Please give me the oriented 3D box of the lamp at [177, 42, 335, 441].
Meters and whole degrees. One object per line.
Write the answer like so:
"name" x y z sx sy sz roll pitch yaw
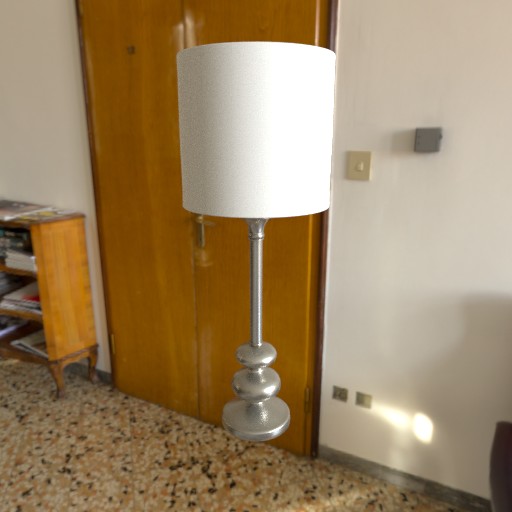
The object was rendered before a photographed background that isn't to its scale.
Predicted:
"lamp" 0.000 0.000 0.805 0.254 0.690 0.254 -2 16 -7
